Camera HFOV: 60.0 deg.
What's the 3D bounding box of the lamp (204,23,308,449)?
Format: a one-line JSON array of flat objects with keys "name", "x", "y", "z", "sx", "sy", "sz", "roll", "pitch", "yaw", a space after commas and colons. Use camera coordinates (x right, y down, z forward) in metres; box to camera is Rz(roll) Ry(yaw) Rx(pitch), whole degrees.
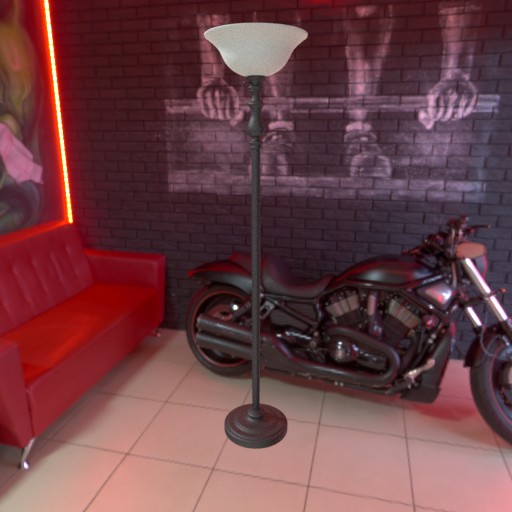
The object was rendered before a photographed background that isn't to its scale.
[{"name": "lamp", "x": 0.000, "y": 0.000, "z": 1.978, "sx": 0.405, "sy": 1.797, "sz": 0.405, "roll": -14, "pitch": 21, "yaw": -42}]
